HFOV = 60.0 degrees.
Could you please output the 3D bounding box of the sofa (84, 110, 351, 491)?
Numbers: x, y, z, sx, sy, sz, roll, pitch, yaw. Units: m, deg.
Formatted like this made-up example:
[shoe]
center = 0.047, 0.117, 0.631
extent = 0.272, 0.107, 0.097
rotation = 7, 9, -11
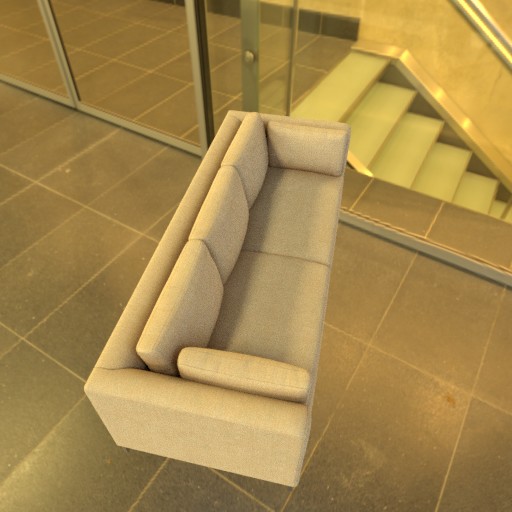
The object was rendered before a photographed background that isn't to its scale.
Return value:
[sofa]
center = 0.000, 0.000, 2.834
extent = 0.969, 0.867, 2.415
rotation = 9, 47, 9
